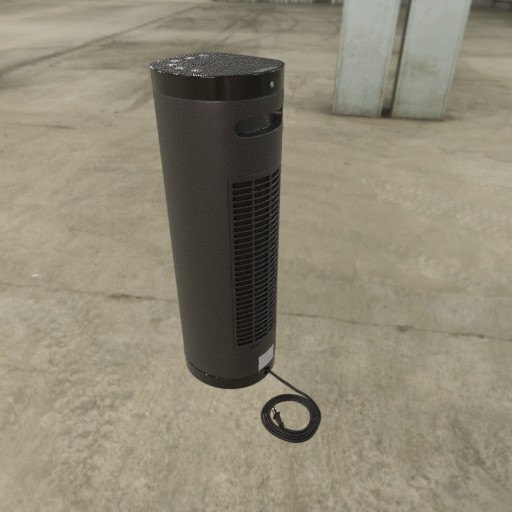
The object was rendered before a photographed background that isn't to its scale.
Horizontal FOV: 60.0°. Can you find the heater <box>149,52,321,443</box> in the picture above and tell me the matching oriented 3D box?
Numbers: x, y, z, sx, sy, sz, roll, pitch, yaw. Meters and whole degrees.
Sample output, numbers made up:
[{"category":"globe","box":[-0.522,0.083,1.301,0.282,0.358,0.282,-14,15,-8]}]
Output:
[{"category":"heater","box":[0.000,0.000,0.702,0.312,0.552,0.174,22,39,30]}]
